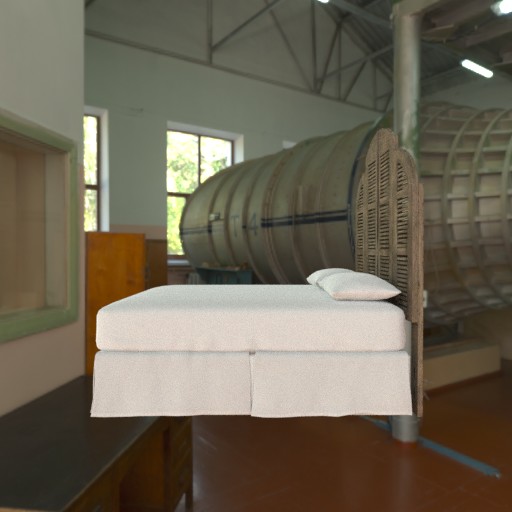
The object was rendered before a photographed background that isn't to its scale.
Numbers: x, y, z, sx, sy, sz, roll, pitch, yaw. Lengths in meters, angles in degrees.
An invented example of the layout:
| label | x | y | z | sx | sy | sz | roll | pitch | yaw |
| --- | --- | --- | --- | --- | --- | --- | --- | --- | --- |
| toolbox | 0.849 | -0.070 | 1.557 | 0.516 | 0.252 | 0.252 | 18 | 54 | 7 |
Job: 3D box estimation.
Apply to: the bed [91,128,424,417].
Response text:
| label | x | y | z | sx | sy | sz | roll | pitch | yaw |
| --- | --- | --- | --- | --- | --- | --- | --- | --- | --- |
| bed | 0.000 | 0.000 | 3.592 | 2.138 | 2.019 | 1.713 | 0 | 1 | 0 |
